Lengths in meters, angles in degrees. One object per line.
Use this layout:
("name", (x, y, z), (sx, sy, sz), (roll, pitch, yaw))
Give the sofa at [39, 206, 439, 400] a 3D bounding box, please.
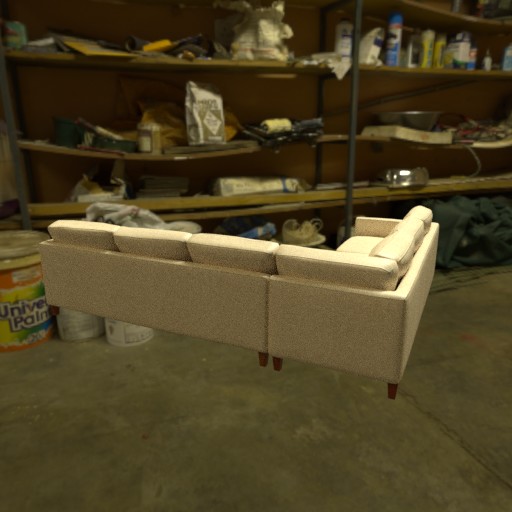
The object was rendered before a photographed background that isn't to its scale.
("sofa", (0.000, 0.000, 4.545), (3.302, 0.947, 2.593), (7, 17, 25))
